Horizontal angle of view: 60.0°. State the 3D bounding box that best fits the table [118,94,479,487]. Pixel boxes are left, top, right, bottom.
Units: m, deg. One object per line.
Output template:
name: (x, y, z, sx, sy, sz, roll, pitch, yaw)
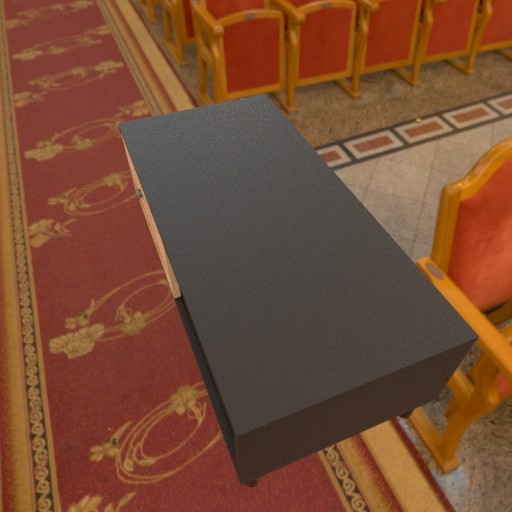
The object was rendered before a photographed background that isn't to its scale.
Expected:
table: (0.000, 0.000, 1.321, 0.550, 0.400, 1.100, -17, 49, -15)
